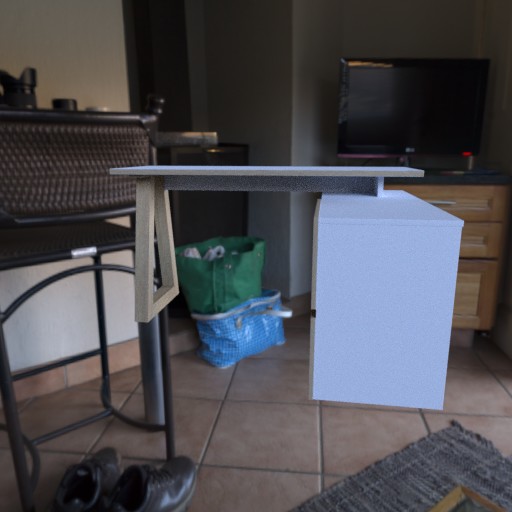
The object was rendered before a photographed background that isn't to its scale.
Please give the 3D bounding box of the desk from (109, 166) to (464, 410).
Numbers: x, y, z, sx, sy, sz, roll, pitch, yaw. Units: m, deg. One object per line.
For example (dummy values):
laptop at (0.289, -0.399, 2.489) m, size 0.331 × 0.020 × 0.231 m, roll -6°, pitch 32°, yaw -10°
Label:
desk at (0.000, 0.000, 1.985) m, size 1.404 × 0.755 × 1.098 m, roll 2°, pitch 13°, yaw 9°
